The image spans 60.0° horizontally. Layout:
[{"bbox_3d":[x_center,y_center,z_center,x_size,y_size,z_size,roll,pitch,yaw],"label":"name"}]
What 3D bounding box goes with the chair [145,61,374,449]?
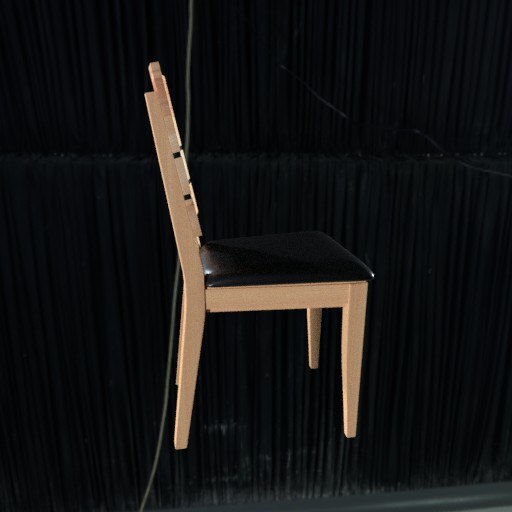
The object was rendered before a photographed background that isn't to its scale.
[{"bbox_3d":[0.000,0.000,1.217,0.520,0.940,0.410,-3,17,-8],"label":"chair"}]
